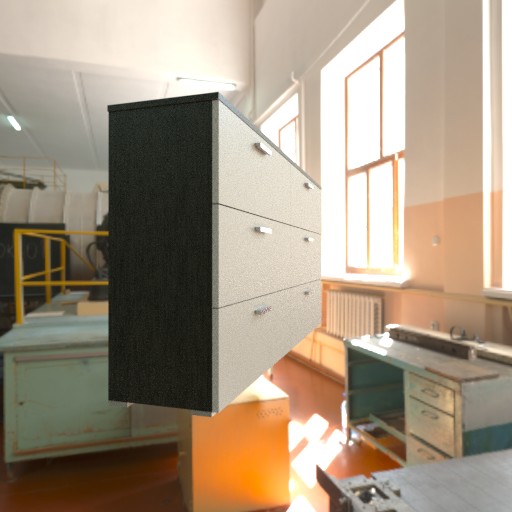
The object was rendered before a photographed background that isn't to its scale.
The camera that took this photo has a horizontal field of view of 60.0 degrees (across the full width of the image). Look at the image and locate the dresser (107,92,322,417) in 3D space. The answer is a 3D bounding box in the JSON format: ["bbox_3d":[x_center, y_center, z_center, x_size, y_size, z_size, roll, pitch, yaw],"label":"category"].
[{"bbox_3d":[0.000,0.000,1.848,0.333,0.790,1.535,0,0,18],"label":"dresser"}]
